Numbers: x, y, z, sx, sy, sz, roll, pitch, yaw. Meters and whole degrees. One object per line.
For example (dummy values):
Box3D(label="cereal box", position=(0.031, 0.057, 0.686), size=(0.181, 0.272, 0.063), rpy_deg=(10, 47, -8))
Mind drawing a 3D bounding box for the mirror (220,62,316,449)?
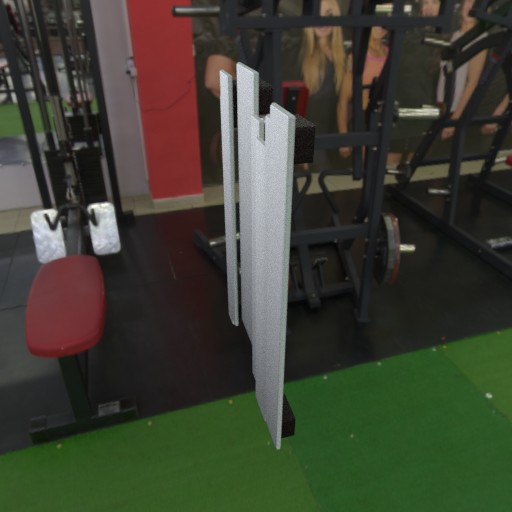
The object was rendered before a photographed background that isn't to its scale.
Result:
Box3D(label="mirror", position=(0.000, 0.000, 0.790), size=(0.058, 0.611, 0.445), rpy_deg=(-8, 32, -14))
